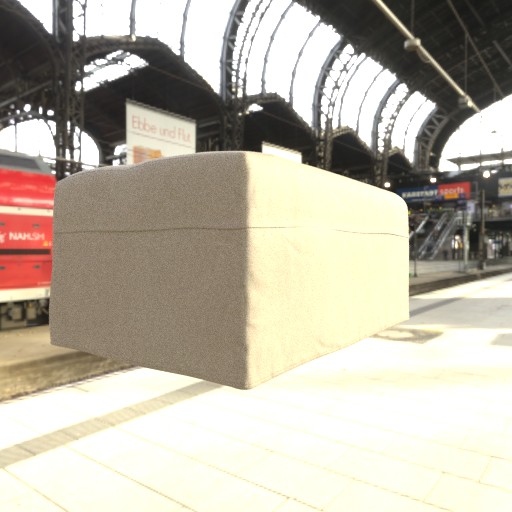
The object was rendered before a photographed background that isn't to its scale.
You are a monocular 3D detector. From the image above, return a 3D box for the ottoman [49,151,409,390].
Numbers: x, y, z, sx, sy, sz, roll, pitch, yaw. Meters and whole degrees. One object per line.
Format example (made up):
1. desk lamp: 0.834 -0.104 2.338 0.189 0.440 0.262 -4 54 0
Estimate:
1. ottoman: 0.000 0.000 1.195 0.590 0.444 0.872 1 1 35
